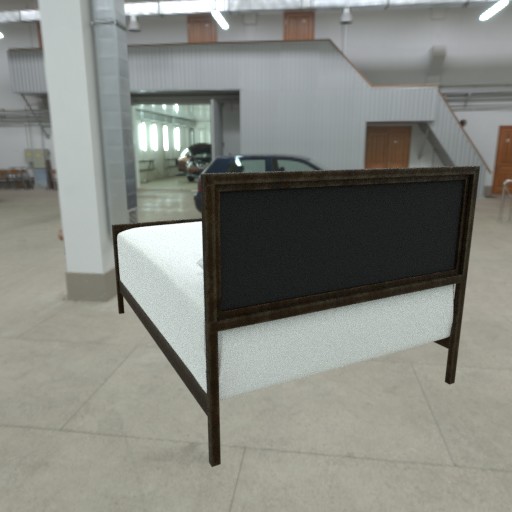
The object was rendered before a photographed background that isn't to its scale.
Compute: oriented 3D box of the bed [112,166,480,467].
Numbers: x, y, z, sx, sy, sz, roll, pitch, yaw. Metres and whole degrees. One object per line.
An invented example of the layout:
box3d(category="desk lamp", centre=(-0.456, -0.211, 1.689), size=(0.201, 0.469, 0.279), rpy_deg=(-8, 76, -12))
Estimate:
box3d(category="bed", centre=(0.000, 0.000, 3.173), size=(1.607, 1.313, 2.221), rpy_deg=(-7, 15, -27))
